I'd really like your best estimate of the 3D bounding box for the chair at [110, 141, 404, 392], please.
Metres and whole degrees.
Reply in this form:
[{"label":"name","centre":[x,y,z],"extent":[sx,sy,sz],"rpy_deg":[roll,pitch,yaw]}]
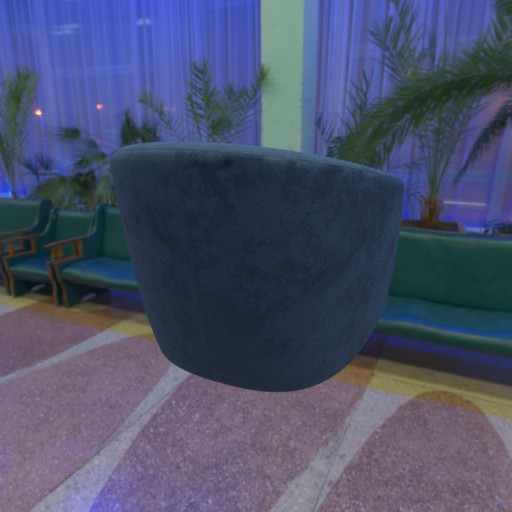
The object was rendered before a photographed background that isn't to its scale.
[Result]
[{"label":"chair","centre":[0.000,0.000,1.364],"extent":[0.773,0.698,0.767],"rpy_deg":[8,18,26]}]
